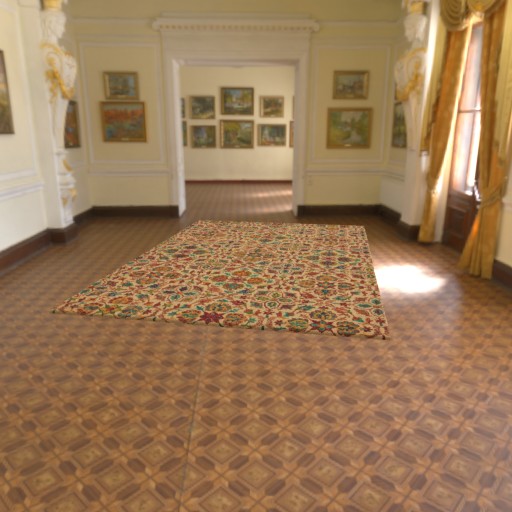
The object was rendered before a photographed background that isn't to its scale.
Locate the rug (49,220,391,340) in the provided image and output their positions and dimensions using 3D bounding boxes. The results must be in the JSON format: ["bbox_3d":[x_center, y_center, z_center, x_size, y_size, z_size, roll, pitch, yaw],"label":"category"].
[{"bbox_3d":[0.000,0.000,3.014,1.541,0.018,2.297,3,16,10],"label":"rug"}]
